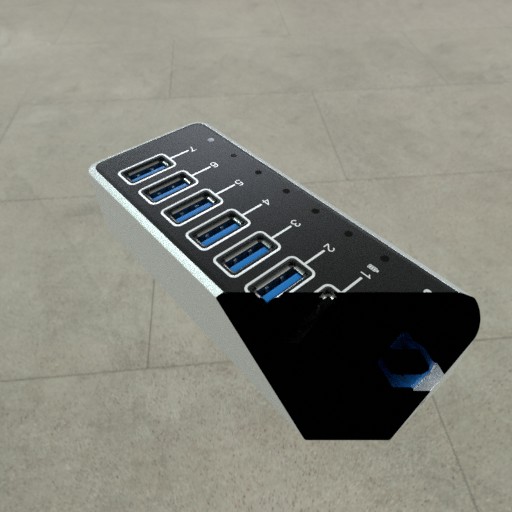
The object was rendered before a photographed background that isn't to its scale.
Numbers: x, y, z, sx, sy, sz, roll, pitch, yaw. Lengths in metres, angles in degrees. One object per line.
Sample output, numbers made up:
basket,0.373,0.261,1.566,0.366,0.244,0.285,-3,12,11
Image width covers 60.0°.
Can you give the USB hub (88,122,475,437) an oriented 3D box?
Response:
USB hub,0.000,0.000,0.124,0.044,0.023,0.110,-32,54,-27
